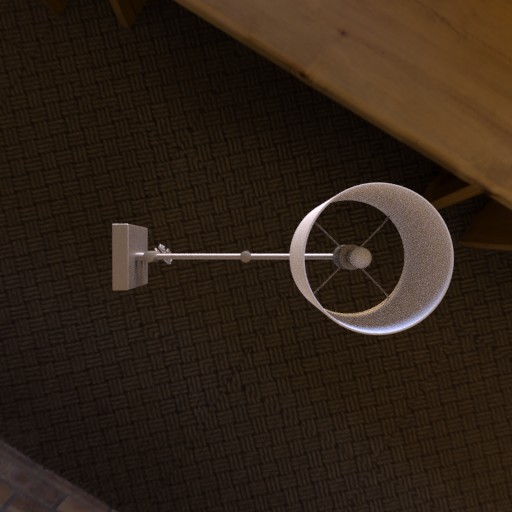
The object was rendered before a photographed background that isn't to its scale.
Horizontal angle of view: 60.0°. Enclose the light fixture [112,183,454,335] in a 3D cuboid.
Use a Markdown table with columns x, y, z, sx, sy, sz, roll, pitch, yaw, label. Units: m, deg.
| x | y | z | sx | sy | sz | roll | pitch | yaw | label |
| --- | --- | --- | --- | --- | --- | --- | --- | --- | --- |
| 0.000 | 0.000 | 0.913 | 0.516 | 0.651 | 0.203 | 0 | 91 | -1 | light fixture |
